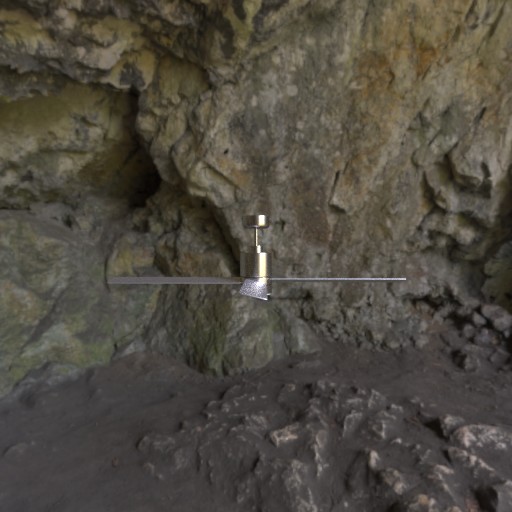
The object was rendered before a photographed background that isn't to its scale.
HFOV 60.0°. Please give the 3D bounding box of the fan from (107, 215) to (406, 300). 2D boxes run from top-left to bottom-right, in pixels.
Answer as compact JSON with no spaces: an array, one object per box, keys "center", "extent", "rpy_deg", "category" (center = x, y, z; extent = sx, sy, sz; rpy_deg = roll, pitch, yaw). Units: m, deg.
[{"center":[0.000,0.000,1.983],"extent":[1.322,0.355,1.322],"rpy_deg":[0,1,1],"category":"fan"}]
